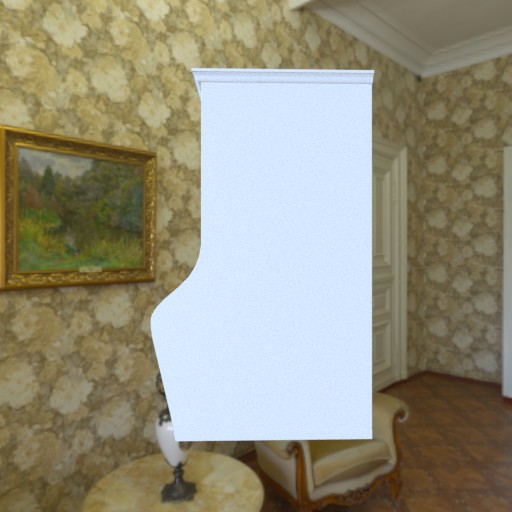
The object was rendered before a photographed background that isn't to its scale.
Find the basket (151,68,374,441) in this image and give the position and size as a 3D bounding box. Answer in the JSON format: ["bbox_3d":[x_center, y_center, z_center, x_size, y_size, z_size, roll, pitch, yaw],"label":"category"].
[{"bbox_3d":[0.000,0.000,1.136,0.376,0.625,0.792,0,0,-2],"label":"basket"}]
